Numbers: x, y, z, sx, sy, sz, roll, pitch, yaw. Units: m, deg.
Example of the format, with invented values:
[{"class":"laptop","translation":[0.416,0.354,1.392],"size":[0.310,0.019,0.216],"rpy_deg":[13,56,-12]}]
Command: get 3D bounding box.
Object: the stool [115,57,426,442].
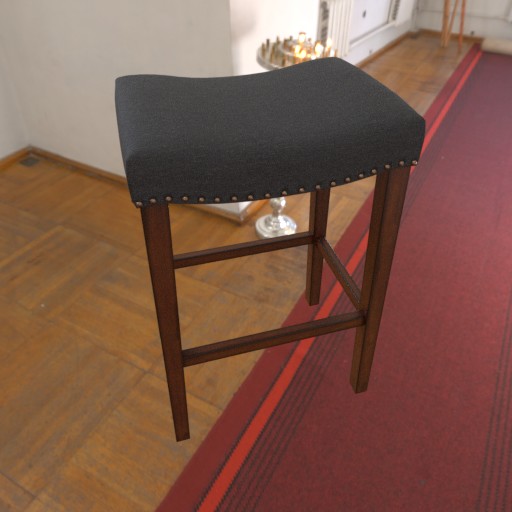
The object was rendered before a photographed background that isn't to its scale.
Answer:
[{"class":"stool","translation":[0.000,0.000,1.007],"size":[0.502,0.760,0.366],"rpy_deg":[-11,41,-12]}]
